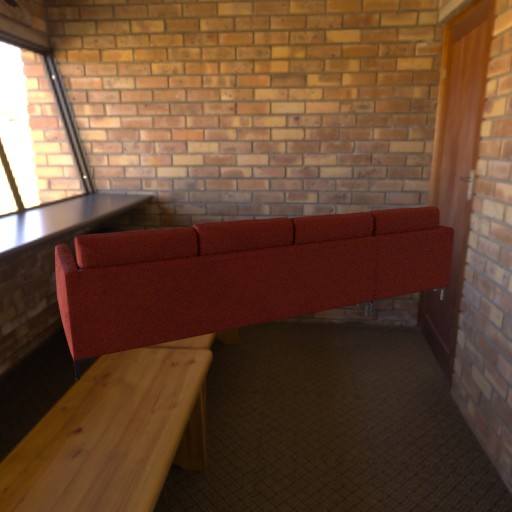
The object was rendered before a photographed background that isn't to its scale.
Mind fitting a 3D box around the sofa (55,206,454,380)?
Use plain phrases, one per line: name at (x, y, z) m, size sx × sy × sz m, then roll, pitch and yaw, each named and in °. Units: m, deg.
sofa at (0.000, 0.000, 2.959) m, size 2.467 × 0.663 × 1.136 m, roll -7°, pitch 16°, yaw -26°
